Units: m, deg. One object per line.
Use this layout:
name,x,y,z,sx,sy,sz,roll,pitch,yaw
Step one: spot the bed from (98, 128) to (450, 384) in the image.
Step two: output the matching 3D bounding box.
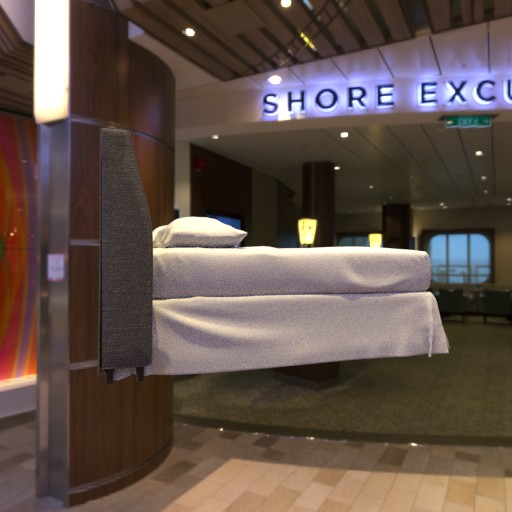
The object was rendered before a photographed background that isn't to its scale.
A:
bed,0.000,0.000,3.471,2.276,1.332,1.925,0,0,-18
